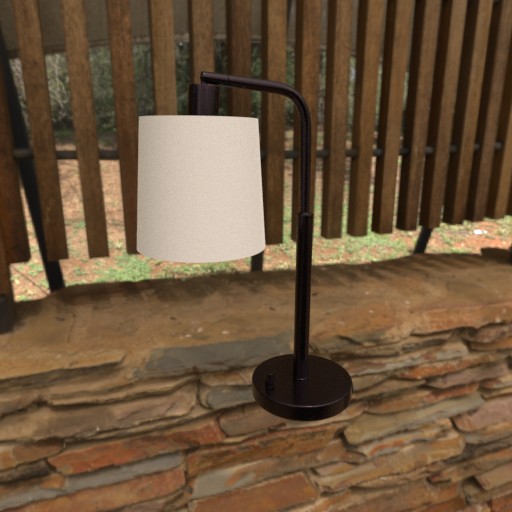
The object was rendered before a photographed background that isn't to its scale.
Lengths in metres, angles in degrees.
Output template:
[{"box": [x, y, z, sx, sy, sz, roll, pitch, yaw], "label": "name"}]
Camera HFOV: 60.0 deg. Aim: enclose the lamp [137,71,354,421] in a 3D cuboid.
[{"box": [0.000, 0.000, 0.640, 0.333, 0.489, 0.171, -7, 17, -24], "label": "lamp"}]
